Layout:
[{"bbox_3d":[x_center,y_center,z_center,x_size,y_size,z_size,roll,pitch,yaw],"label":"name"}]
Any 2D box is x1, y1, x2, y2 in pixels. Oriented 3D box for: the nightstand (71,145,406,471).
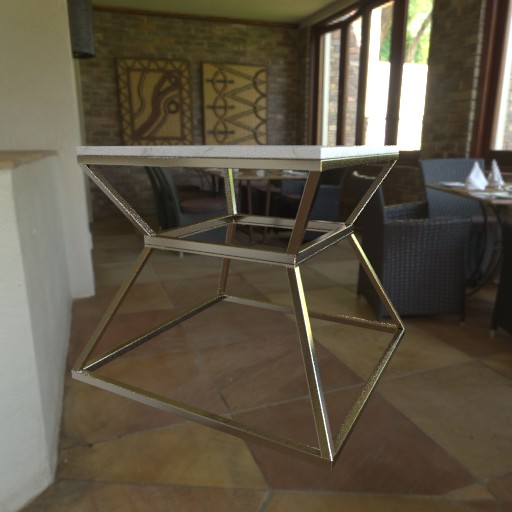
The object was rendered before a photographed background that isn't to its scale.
[{"bbox_3d":[0.000,0.000,0.886,0.514,0.426,0.513,8,16,28],"label":"nightstand"}]
